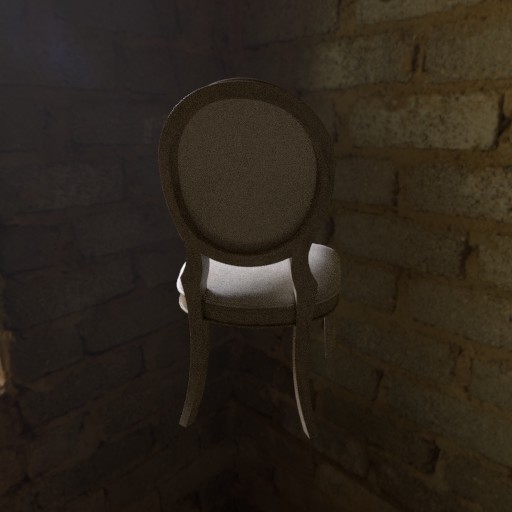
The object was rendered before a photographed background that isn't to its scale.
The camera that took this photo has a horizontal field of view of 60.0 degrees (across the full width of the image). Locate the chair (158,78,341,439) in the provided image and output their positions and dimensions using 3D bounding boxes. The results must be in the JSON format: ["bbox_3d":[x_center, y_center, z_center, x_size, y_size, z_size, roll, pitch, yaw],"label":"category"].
[{"bbox_3d":[0.000,0.000,1.385,0.558,0.990,0.602,2,17,7],"label":"chair"}]
